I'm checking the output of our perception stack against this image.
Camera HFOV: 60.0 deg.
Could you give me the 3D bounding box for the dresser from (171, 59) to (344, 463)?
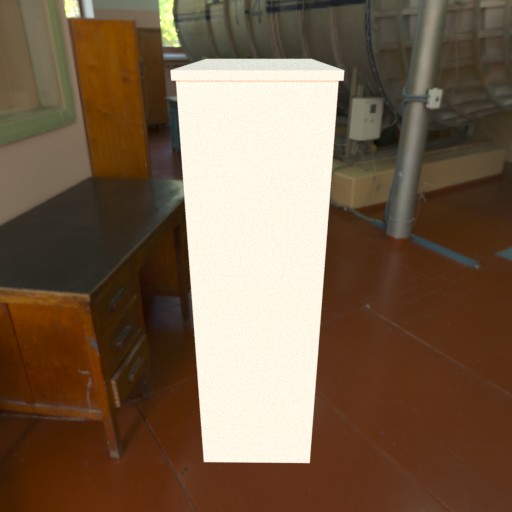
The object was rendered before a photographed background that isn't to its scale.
[{"bbox_3d":[0.000,0.000,1.572,0.399,1.255,0.704,0,26,1],"label":"dresser"}]
